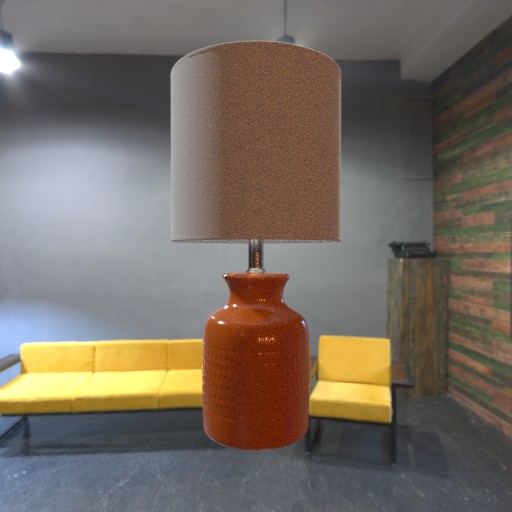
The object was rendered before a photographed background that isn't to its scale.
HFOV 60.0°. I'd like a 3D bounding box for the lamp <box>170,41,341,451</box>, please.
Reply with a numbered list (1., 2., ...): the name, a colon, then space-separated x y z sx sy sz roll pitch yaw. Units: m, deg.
1. lamp: 0.000 0.000 1.105 0.418 0.871 0.418 0 1 -1
